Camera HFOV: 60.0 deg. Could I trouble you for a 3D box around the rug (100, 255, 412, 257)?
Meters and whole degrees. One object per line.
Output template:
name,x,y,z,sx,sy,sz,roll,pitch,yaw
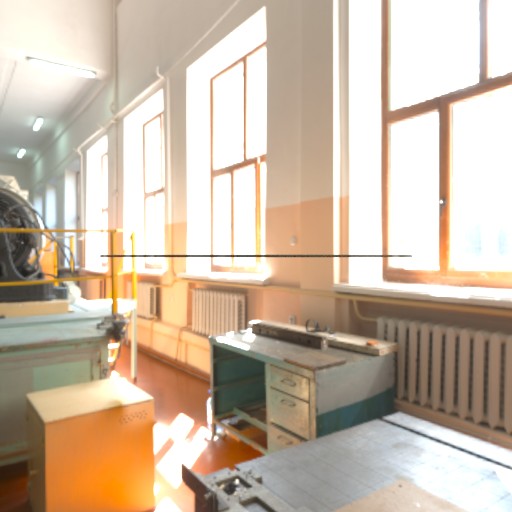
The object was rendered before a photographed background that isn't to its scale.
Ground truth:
rug,0.000,0.000,2.403,1.598,0.010,1.598,0,0,0
